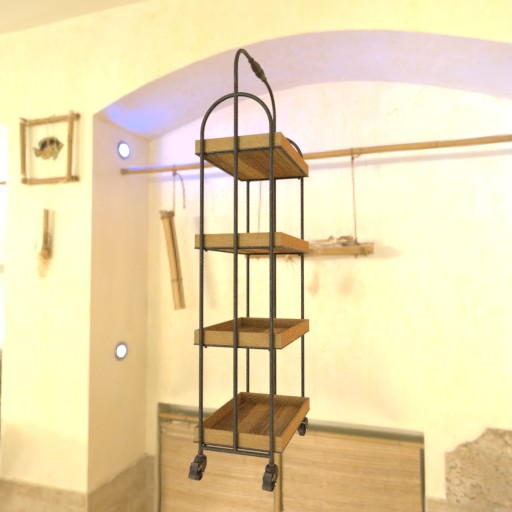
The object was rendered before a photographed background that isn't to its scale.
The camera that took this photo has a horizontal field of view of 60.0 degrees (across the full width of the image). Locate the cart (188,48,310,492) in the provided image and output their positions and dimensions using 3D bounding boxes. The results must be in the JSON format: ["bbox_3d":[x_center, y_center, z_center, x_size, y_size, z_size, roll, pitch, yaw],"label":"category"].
[{"bbox_3d":[0.000,0.000,1.673,0.308,1.481,0.581,-1,-2,18],"label":"cart"}]
